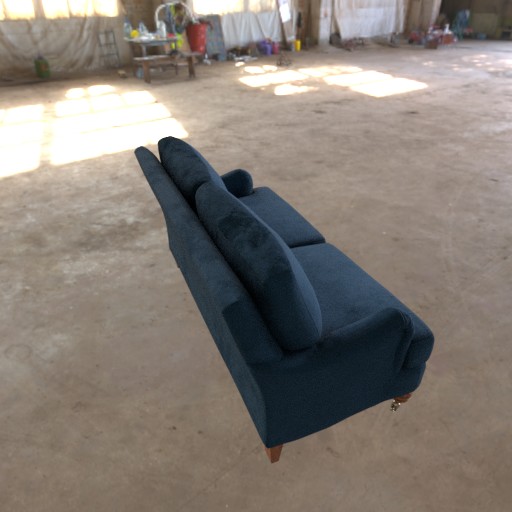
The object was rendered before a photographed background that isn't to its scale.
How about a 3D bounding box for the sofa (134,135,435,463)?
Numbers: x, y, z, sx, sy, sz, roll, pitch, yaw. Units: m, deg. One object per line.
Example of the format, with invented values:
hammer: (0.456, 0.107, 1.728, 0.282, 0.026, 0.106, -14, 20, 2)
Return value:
sofa: (0.000, 0.000, 2.789, 1.084, 1.101, 2.141, -12, 33, -19)
